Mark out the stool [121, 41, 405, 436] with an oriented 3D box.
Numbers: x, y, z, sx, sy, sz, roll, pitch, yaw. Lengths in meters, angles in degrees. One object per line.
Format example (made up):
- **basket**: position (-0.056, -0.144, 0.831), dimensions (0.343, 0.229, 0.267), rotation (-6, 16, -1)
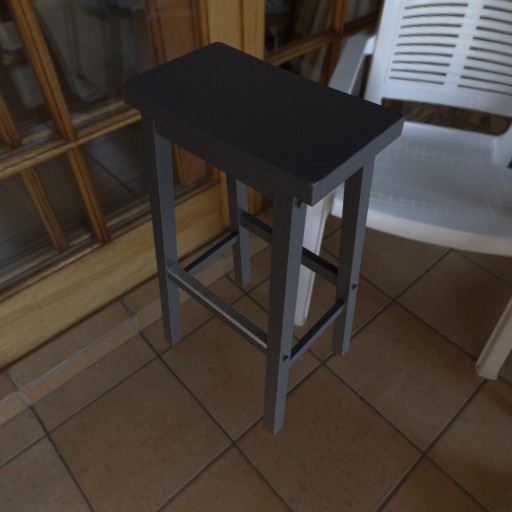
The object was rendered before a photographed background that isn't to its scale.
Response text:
- **stool**: position (0.000, 0.000, 0.974), dimensions (0.406, 0.742, 0.322), rotation (34, 56, 27)
